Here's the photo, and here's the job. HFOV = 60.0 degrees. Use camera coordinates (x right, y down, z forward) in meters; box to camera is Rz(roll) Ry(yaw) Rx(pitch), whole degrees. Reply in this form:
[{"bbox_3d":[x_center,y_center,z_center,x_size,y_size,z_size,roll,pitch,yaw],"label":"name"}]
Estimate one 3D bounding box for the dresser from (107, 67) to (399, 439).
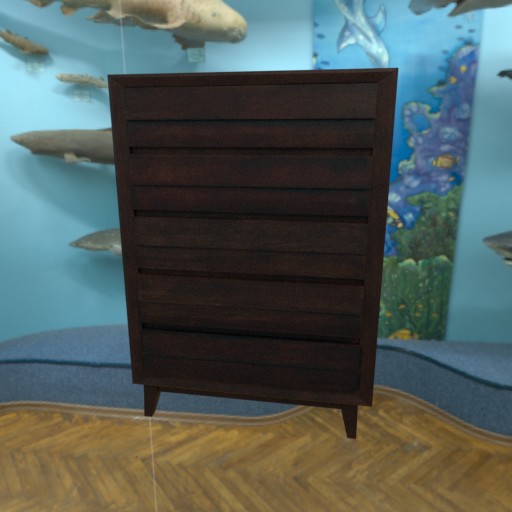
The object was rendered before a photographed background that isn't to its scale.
[{"bbox_3d":[0.000,0.000,2.030,1.072,1.514,0.506,3,15,9],"label":"dresser"}]
